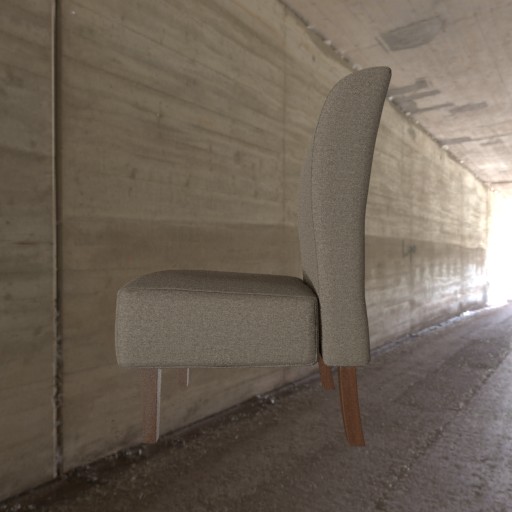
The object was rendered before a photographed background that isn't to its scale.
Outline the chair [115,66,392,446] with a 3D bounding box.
[{"bbox_3d":[0.000,0.000,1.156,0.592,0.804,0.513,0,0,1],"label":"chair"}]
